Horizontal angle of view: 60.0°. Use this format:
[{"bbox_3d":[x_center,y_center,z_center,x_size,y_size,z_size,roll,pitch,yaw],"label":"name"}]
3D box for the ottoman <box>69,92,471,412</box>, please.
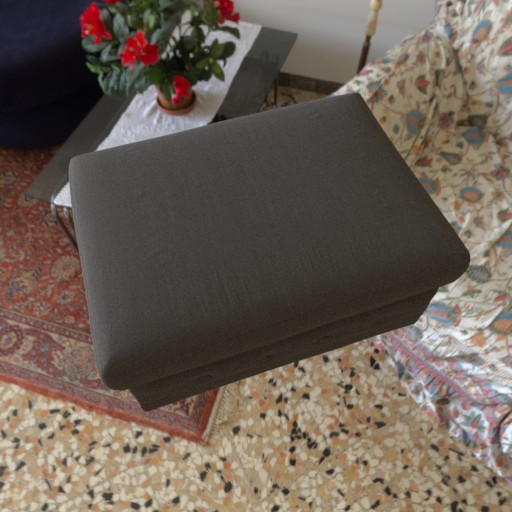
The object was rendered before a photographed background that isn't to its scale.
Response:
[{"bbox_3d":[0.000,0.000,1.136,0.771,0.500,0.569,-16,59,-10],"label":"ottoman"}]
